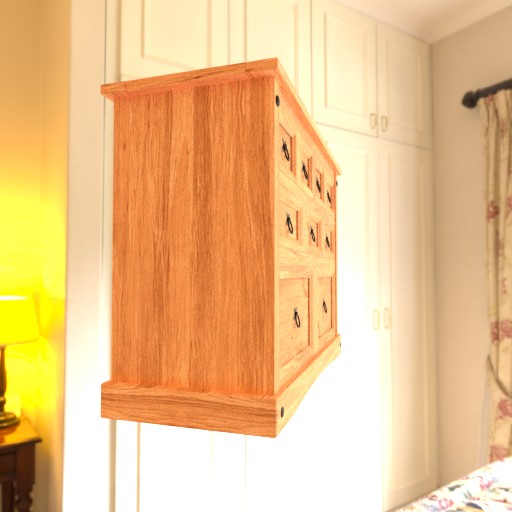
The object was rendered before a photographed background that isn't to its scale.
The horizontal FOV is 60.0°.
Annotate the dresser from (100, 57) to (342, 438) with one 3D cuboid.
[{"bbox_3d":[0.000,0.000,1.382,0.410,0.740,0.990,-1,-2,18],"label":"dresser"}]
